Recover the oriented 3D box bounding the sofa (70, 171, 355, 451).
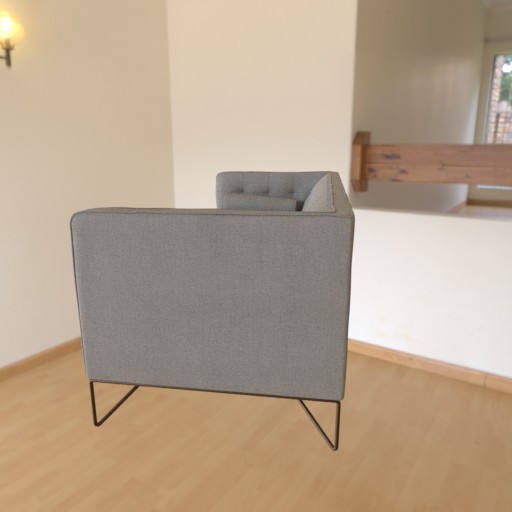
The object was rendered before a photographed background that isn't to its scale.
[{"bbox_3d":[0.000,0.000,2.414,0.912,0.798,2.079,2,14,9],"label":"sofa"}]
